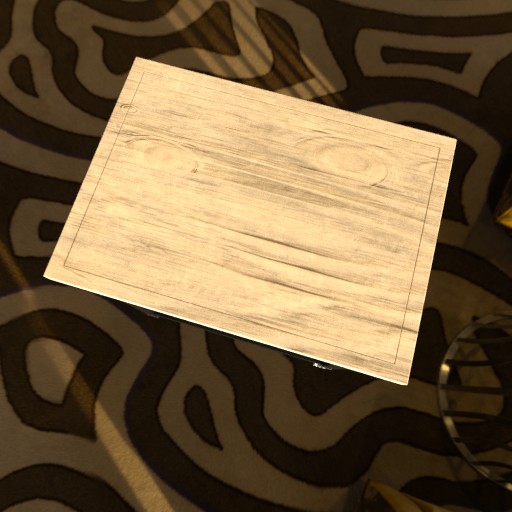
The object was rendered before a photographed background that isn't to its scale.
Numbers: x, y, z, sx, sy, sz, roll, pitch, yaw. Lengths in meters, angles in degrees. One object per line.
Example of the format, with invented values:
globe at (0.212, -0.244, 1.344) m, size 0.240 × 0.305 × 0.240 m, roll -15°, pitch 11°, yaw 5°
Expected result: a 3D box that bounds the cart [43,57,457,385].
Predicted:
cart at (0.000, 0.000, 1.426) m, size 0.797 × 0.920 × 0.567 m, roll 16°, pitch 76°, yaw 4°
